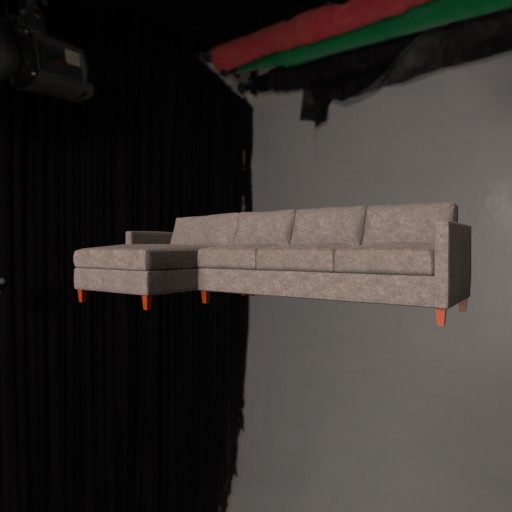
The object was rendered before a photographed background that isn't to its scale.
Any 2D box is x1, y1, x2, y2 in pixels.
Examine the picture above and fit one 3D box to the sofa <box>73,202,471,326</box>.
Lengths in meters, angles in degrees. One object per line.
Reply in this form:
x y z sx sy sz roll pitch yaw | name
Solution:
0.000 0.000 4.171 3.471 0.954 1.606 1 1 35 | sofa
